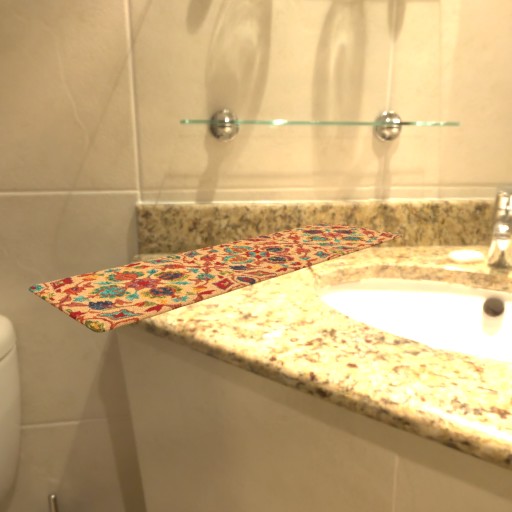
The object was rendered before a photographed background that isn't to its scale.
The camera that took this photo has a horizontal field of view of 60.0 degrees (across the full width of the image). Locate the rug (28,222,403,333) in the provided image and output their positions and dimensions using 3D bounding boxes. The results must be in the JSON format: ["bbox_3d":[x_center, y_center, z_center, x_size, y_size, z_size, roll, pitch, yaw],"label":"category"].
[{"bbox_3d":[0.000,0.000,2.561,0.693,0.016,2.273,14,20,43],"label":"rug"}]
